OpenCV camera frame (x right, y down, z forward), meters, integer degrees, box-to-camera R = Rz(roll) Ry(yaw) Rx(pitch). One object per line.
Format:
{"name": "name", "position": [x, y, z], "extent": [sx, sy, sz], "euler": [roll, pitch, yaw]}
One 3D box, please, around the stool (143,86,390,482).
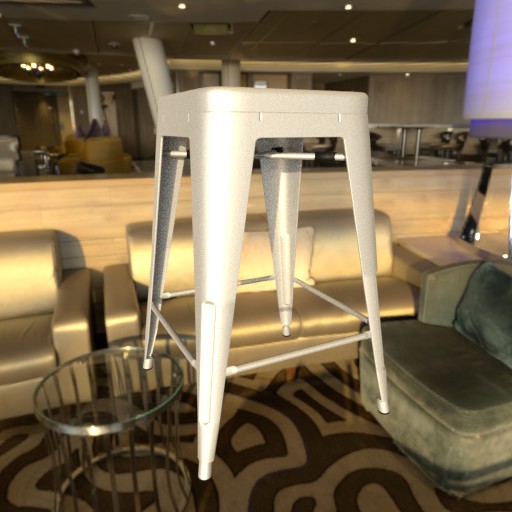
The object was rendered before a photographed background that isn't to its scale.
{"name": "stool", "position": [0.000, 0.000, 0.891], "extent": [0.406, 0.610, 0.406], "euler": [-8, 18, -26]}
